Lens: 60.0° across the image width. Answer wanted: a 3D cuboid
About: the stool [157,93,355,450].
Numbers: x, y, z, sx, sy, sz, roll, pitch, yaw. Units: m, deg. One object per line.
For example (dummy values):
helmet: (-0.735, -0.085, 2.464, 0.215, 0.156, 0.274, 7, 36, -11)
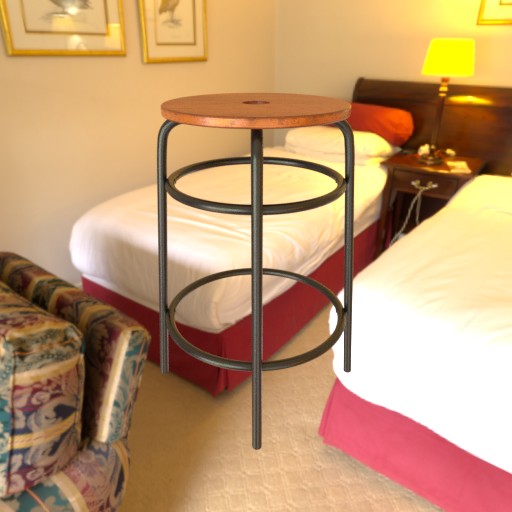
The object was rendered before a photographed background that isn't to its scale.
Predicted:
stool: (0.000, 0.000, 0.925, 0.455, 0.610, 0.455, 0, 26, 0)
